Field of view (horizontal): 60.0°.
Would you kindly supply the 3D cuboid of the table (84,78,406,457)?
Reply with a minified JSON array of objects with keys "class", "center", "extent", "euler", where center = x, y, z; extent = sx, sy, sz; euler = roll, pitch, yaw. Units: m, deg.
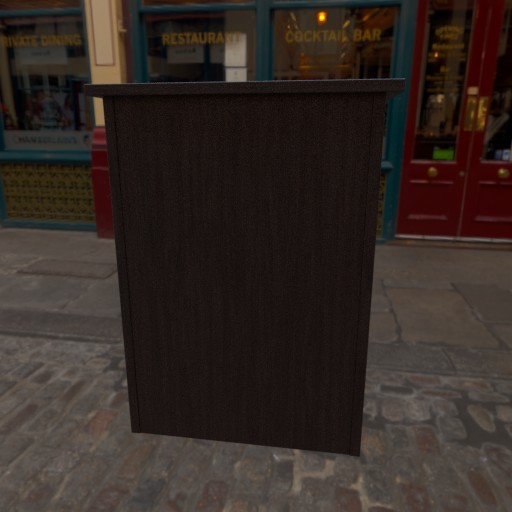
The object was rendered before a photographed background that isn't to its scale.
[{"class":"table","center":[0.000,0.000,0.916],"extent":[0.480,0.635,0.381],"euler":[2,16,9]}]
